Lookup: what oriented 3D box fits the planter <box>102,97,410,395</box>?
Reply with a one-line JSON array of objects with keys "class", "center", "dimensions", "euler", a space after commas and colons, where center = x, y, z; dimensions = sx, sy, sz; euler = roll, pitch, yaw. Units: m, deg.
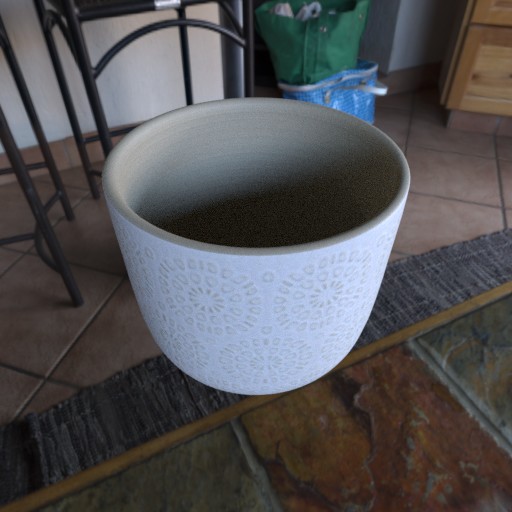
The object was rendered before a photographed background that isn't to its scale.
[{"class": "planter", "center": [0.000, 0.000, 0.301], "dimensions": [0.170, 0.152, 0.170], "euler": [0, 42, 0]}]
